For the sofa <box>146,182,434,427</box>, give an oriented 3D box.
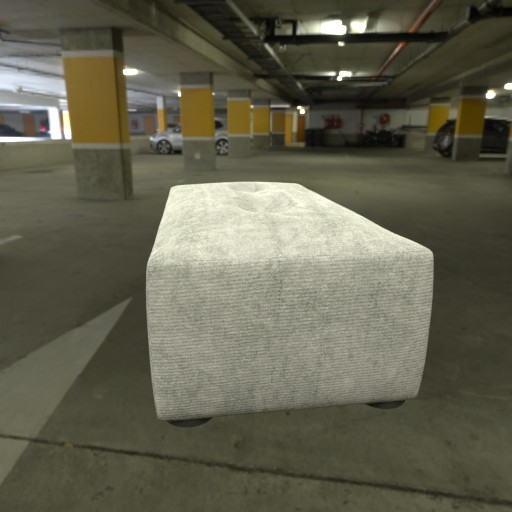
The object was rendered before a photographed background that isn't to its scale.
[{"bbox_3d":[0.000,0.000,1.153,0.480,0.330,0.930,-2,16,-8],"label":"sofa"}]
